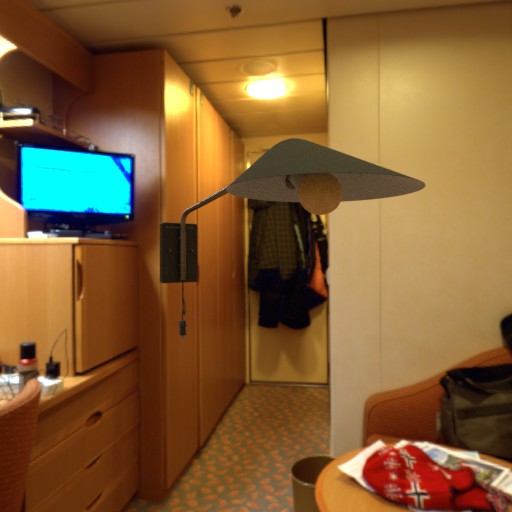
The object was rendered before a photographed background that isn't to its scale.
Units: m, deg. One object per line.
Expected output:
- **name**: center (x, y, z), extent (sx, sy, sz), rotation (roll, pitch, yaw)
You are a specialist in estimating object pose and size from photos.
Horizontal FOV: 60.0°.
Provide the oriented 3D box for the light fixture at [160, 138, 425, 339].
- **light fixture**: center (0.000, 0.000, 0.662), extent (0.240, 0.312, 0.516), rotation (0, 0, -37)
